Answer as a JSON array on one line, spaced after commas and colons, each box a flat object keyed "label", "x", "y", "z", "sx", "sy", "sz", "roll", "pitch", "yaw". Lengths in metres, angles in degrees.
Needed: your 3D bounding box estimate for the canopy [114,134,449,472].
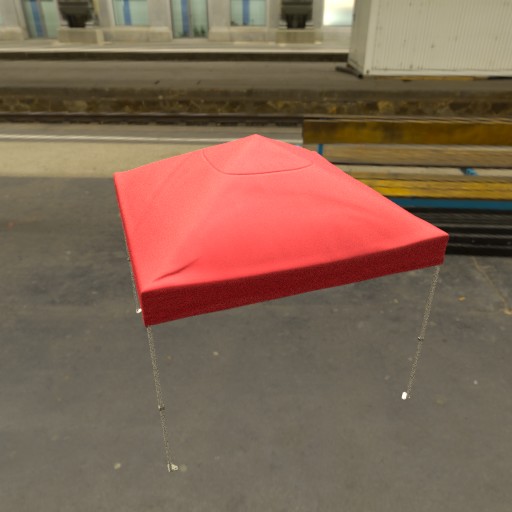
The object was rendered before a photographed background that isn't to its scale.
[{"label": "canopy", "x": 0.000, "y": 0.000, "z": 5.488, "sx": 2.998, "sy": 2.997, "sz": 2.996, "roll": -10, "pitch": 31, "yaw": -17}]
